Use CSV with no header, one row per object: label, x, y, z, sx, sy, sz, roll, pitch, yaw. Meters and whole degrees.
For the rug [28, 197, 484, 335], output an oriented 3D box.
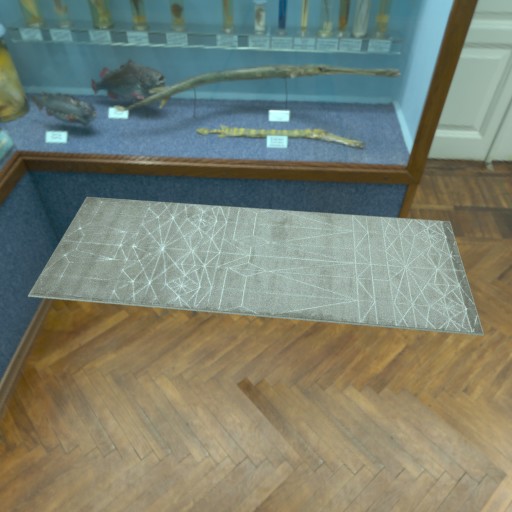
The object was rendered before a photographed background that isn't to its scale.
rug,0.000,0.000,2.607,2.388,0.012,0.864,4,46,4
